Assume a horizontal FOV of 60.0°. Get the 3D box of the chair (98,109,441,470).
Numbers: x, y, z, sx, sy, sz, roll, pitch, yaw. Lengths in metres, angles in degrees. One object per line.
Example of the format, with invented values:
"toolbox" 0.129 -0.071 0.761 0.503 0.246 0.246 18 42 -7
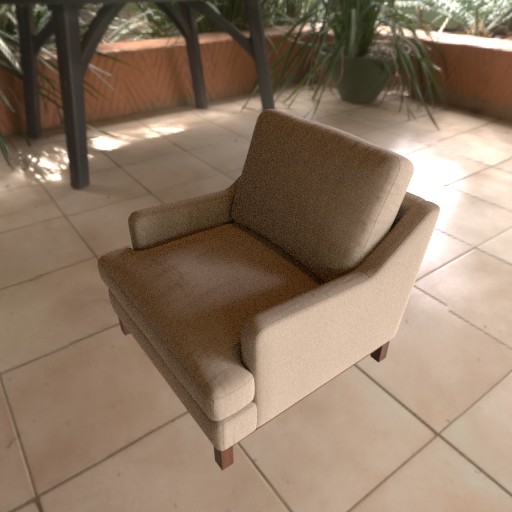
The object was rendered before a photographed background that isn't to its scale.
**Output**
"chair" 0.000 0.000 1.750 1.001 0.916 0.912 -23 40 -30
